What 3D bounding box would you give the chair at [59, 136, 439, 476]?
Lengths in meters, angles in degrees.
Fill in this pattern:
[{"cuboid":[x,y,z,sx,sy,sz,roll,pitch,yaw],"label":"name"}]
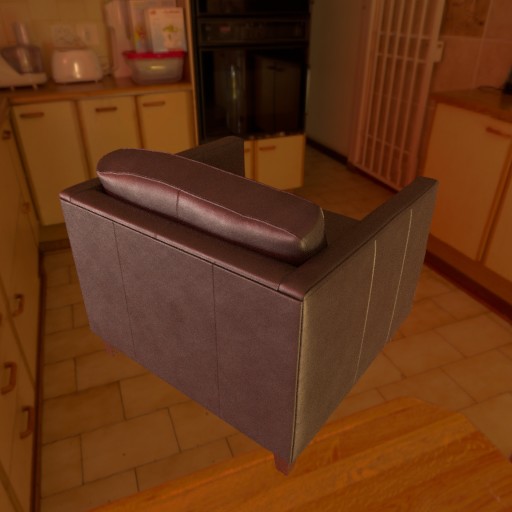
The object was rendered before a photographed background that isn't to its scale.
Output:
[{"cuboid":[0.000,0.000,1.569,0.939,0.811,0.862,21,36,32],"label":"chair"}]
